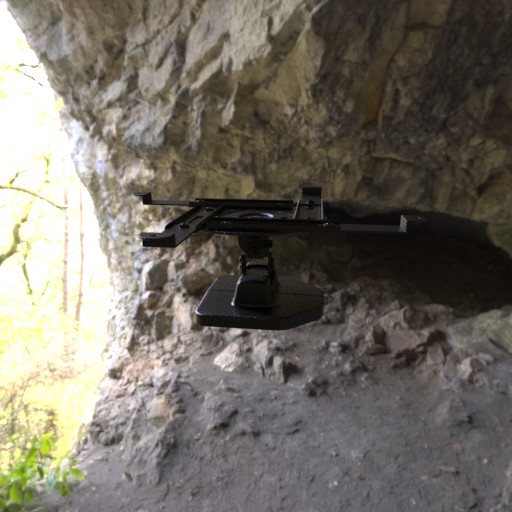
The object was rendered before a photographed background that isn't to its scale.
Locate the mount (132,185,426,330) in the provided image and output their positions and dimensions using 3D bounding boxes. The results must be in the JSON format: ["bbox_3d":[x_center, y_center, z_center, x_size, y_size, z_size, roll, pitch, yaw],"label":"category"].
[{"bbox_3d":[0.000,0.000,0.595,0.394,0.141,0.394,2,16,7],"label":"mount"}]
